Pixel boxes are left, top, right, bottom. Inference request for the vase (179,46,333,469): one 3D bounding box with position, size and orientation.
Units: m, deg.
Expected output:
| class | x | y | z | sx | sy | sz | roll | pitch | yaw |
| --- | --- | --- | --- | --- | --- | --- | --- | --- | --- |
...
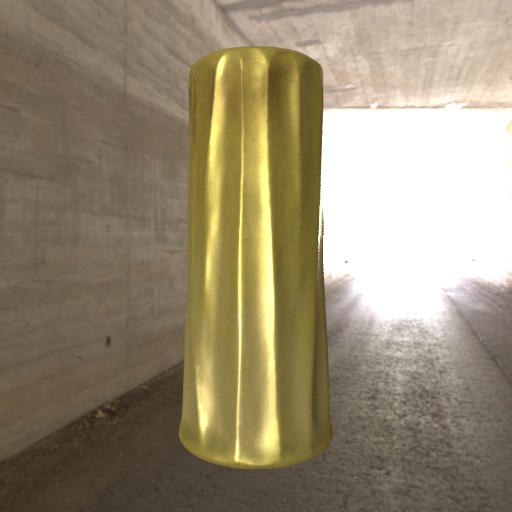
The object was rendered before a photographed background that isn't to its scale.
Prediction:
| class | x | y | z | sx | sy | sz | roll | pitch | yaw |
| --- | --- | --- | --- | --- | --- | --- | --- | --- | --- |
| vase | 0.000 | 0.000 | 0.176 | 0.061 | 0.143 | 0.061 | 0 | 1 | 0 |
